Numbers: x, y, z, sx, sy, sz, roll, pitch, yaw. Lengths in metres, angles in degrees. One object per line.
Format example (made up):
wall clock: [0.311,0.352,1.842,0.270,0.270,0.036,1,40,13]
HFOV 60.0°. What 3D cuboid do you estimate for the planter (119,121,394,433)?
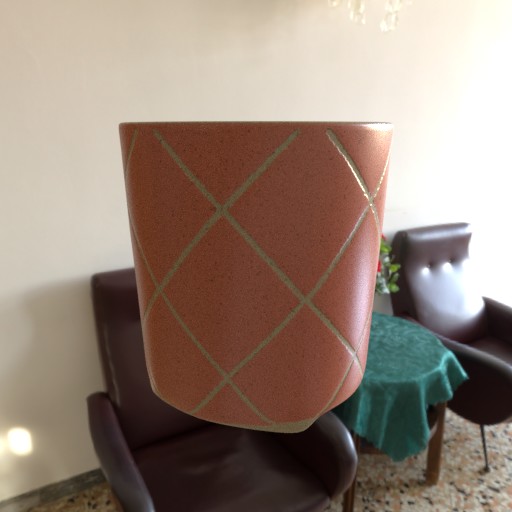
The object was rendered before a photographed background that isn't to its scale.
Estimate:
planter: [0.000,0.000,0.347,0.191,0.200,0.191,0,16,0]
